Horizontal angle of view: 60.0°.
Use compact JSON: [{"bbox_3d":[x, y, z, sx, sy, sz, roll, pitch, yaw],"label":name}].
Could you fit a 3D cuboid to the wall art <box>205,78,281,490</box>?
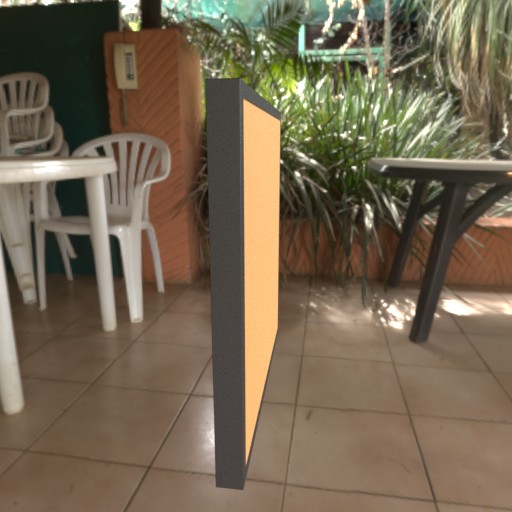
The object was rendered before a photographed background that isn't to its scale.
[{"bbox_3d":[0.000,0.000,0.765,0.037,0.506,0.506,2,14,8],"label":"wall art"}]
